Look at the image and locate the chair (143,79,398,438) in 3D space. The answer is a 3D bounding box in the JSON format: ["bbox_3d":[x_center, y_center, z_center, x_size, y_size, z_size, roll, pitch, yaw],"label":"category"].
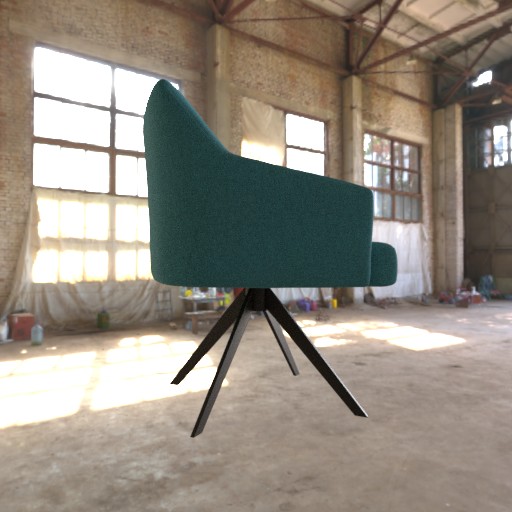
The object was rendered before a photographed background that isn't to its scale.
[{"bbox_3d":[0.000,0.000,1.366,0.677,0.874,0.642,0,-1,-17],"label":"chair"}]
